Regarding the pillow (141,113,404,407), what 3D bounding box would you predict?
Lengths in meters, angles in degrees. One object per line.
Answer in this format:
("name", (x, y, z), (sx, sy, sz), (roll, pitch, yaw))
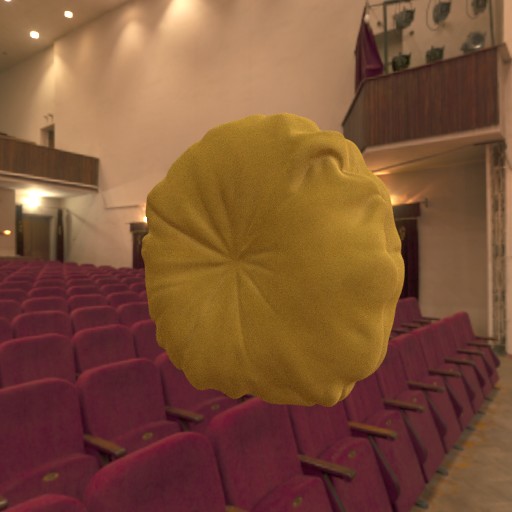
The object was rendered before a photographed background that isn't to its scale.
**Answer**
("pillow", (0.000, 0.000, 0.646), (0.428, 0.407, 0.148), (-1, -1, 36))
